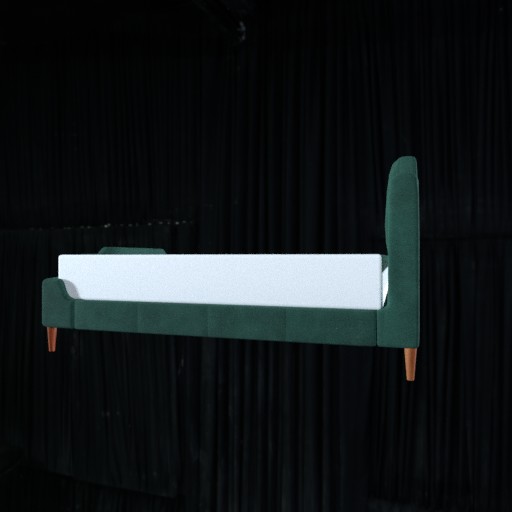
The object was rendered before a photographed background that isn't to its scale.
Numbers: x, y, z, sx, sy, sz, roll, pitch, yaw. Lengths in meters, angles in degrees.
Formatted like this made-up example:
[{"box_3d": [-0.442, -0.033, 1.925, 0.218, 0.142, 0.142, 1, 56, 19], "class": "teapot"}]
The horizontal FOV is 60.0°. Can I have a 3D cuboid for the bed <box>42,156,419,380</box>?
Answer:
[{"box_3d": [0.000, 0.000, 3.514, 2.340, 1.245, 2.074, 0, 0, 18], "class": "bed"}]
